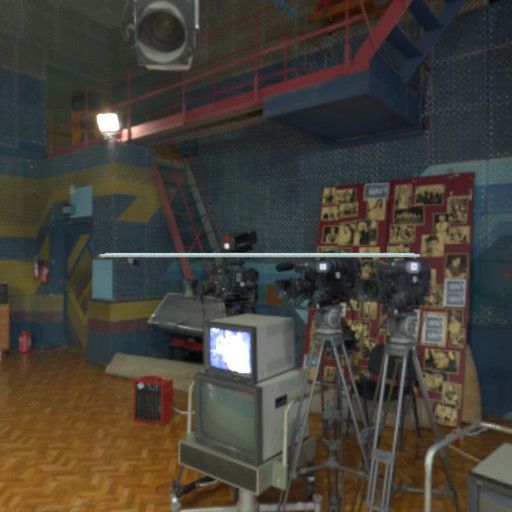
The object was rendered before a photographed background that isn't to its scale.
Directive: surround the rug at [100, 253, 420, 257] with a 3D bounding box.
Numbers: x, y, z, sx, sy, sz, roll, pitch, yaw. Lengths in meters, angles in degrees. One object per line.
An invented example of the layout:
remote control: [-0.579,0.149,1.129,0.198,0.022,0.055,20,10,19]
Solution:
rug: [0.000,0.000,1.440,0.604,0.007,1.219,0,0,-1]
